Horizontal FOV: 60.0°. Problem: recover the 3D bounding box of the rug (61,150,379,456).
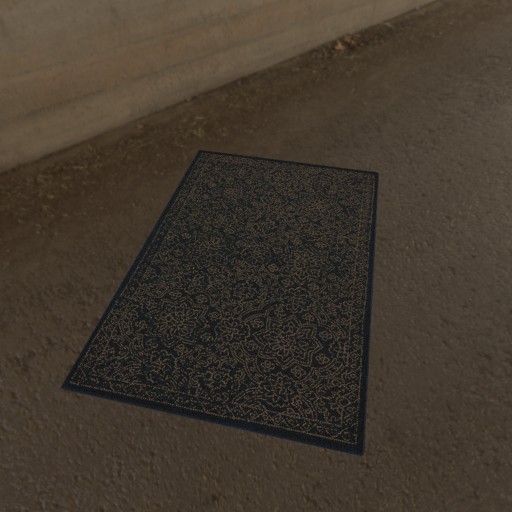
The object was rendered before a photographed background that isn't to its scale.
[{"bbox_3d":[0.000,0.000,2.332,1.219,0.010,1.829,9,46,9],"label":"rug"}]
